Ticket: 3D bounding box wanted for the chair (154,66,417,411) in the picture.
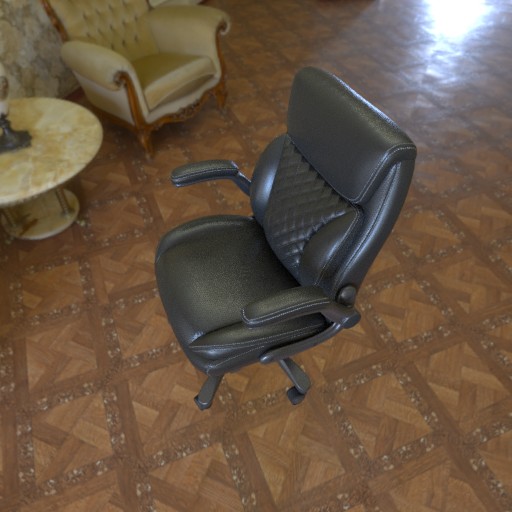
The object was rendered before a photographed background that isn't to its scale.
[{"bbox_3d":[0.000,0.000,1.604,0.724,1.110,0.782,-18,49,-16],"label":"chair"}]
